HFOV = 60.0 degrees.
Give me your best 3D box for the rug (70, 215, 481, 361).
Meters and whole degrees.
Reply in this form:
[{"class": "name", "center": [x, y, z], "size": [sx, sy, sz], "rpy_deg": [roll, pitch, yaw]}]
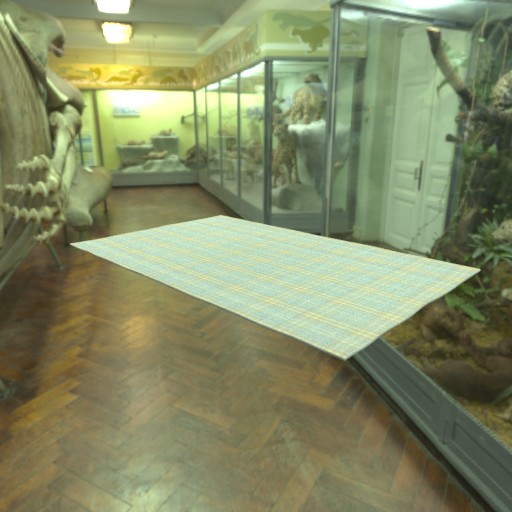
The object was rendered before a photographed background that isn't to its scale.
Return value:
[{"class": "rug", "center": [0.000, 0.000, 3.078], "size": [2.460, 0.016, 1.545], "rpy_deg": [16, 23, 42]}]
